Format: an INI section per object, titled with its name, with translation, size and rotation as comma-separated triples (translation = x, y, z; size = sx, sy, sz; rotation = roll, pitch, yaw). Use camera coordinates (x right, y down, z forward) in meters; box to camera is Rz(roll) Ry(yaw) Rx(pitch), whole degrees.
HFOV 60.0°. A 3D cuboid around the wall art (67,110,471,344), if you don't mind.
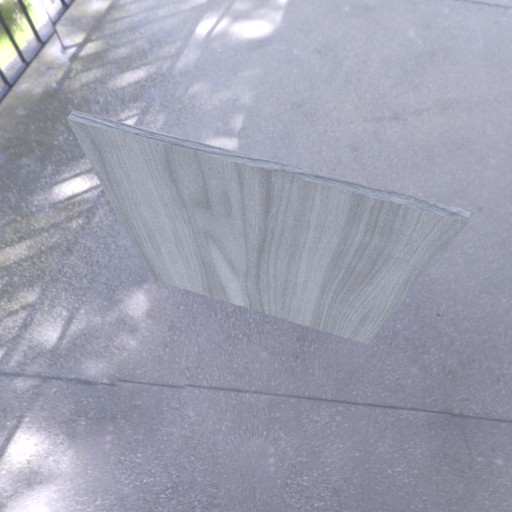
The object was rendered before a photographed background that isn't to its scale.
[wall art]
translation = 0.000, 0.000, 0.763
size = 0.508, 0.507, 0.016
rotation = 16, 64, 8
